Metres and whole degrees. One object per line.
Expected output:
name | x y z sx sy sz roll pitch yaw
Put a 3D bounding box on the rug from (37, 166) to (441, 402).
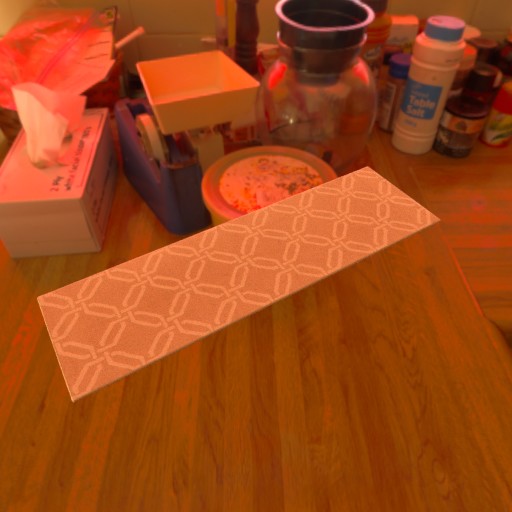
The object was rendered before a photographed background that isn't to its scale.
rug | 0.000 0.000 2.533 2.276 0.014 0.678 -24 50 -21
